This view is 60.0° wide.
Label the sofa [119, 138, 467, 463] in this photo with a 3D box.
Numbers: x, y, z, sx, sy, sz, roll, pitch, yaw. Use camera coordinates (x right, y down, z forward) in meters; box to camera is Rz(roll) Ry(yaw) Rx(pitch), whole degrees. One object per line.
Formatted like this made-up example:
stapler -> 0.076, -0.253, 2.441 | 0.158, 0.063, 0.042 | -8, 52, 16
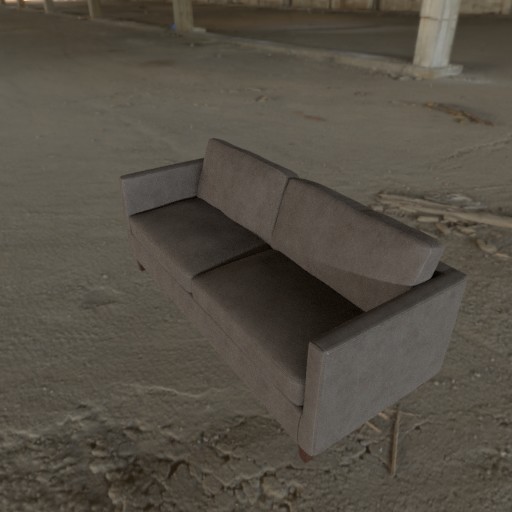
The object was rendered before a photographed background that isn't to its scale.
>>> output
sofa -> 0.000, 0.000, 2.760 | 0.951, 0.965, 2.208 | -20, 36, -29
